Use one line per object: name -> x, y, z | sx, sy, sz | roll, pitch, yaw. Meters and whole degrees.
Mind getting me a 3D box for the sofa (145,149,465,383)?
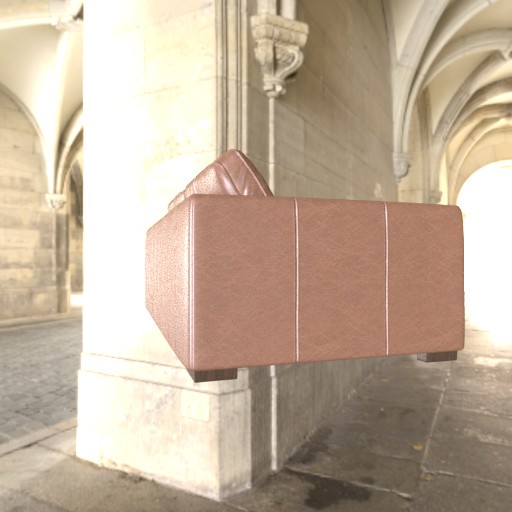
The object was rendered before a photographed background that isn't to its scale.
sofa -> 0.000, 0.000, 2.400 | 1.070, 0.800, 1.920 | 0, 0, -18
